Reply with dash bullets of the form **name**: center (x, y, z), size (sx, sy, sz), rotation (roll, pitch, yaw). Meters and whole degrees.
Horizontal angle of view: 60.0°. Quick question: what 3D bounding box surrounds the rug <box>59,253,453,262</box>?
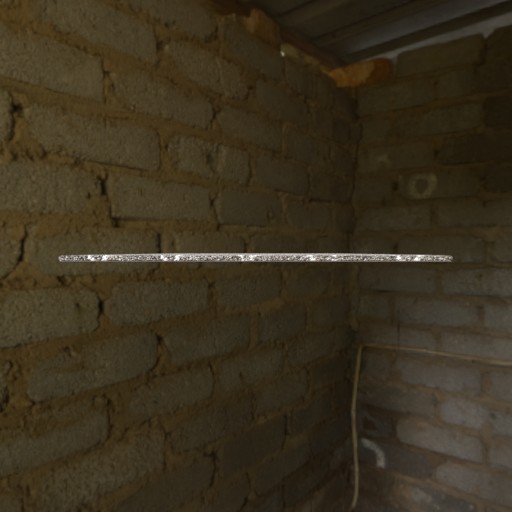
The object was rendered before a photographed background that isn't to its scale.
- **rug**: center (0.000, 0.000, 3.351), size (1.778, 0.030, 2.743), rotation (0, 0, 0)
